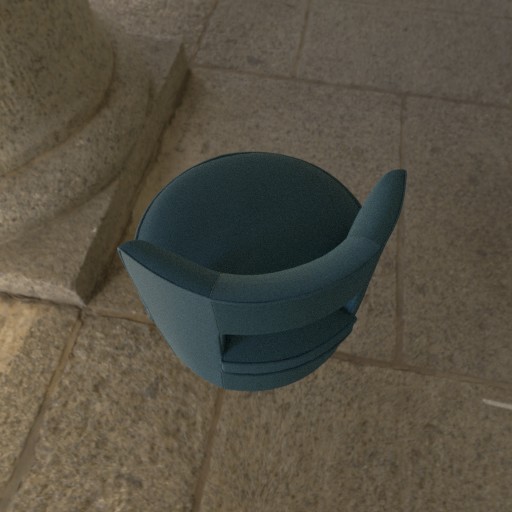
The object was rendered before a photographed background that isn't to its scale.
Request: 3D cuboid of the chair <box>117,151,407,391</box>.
[{"bbox_3d":[0.000,0.000,1.272,0.684,0.711,0.660,-16,60,-9],"label":"chair"}]
